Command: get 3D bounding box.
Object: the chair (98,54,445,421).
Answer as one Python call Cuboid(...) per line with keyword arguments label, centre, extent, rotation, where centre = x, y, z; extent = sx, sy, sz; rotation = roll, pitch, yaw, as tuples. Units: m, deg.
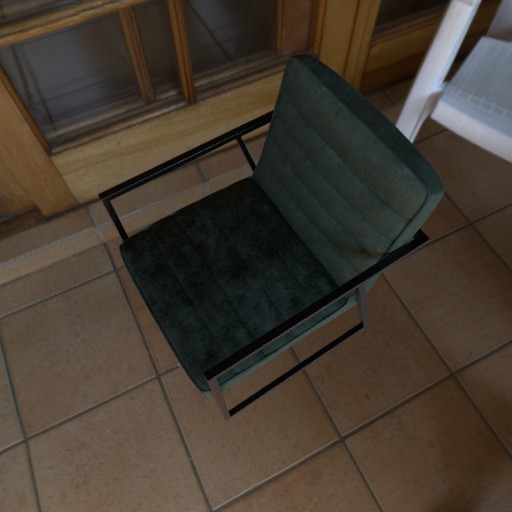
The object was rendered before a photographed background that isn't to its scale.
Cuboid(label="chair", centre=(0.000, 0.000, 1.296), extent=(0.677, 0.833, 0.571), rotation=(-30, 66, -15))
